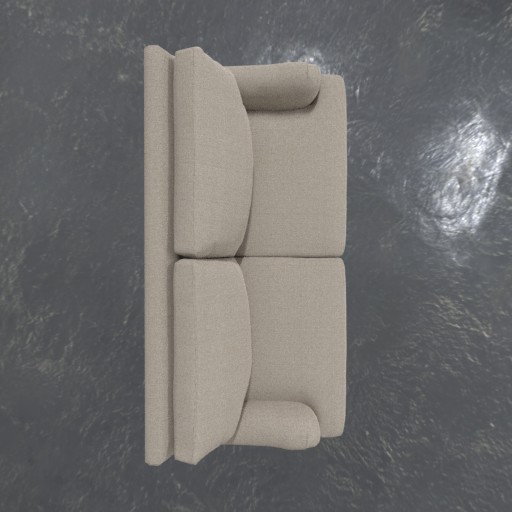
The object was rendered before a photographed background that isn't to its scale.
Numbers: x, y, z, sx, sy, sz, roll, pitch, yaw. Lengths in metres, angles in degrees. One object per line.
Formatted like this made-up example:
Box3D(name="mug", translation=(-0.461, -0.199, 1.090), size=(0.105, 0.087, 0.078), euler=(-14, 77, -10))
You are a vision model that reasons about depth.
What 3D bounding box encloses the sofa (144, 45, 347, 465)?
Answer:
Box3D(name="sofa", translation=(0.000, 0.000, 2.633), size=(1.087, 1.054, 2.160), euler=(0, 91, 2))
